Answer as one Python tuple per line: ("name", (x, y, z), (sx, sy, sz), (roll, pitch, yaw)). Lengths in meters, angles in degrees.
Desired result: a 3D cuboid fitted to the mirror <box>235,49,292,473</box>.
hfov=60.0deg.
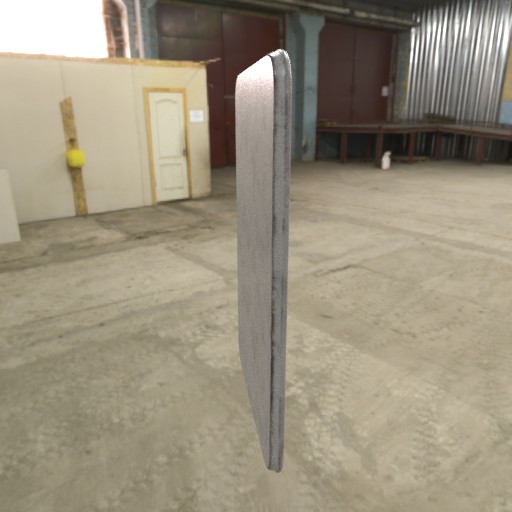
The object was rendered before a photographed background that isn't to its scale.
("mirror", (0.000, 0.000, 0.886), (0.024, 0.713, 0.461), (-3, 18, -9))
